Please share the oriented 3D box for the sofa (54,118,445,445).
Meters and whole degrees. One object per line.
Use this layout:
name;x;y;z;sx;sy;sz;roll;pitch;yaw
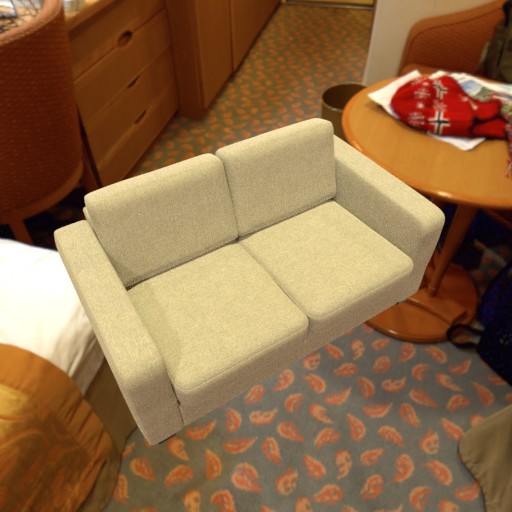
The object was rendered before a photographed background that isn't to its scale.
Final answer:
sofa;0.000;0.000;2.060;1.540;0.800;0.900;-24;51;-22
